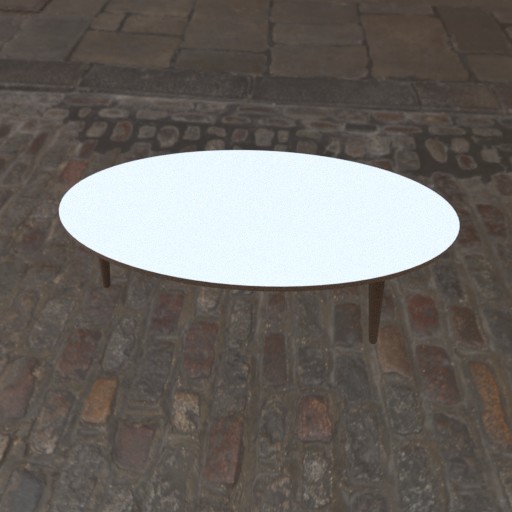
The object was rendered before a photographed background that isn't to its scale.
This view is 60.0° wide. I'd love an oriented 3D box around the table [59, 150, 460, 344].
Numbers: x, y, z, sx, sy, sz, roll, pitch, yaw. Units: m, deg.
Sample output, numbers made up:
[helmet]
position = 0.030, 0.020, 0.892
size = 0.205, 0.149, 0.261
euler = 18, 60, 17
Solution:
[table]
position = 0.000, 0.000, 1.353
size = 1.083, 0.390, 0.542
euler = 3, 48, 3
